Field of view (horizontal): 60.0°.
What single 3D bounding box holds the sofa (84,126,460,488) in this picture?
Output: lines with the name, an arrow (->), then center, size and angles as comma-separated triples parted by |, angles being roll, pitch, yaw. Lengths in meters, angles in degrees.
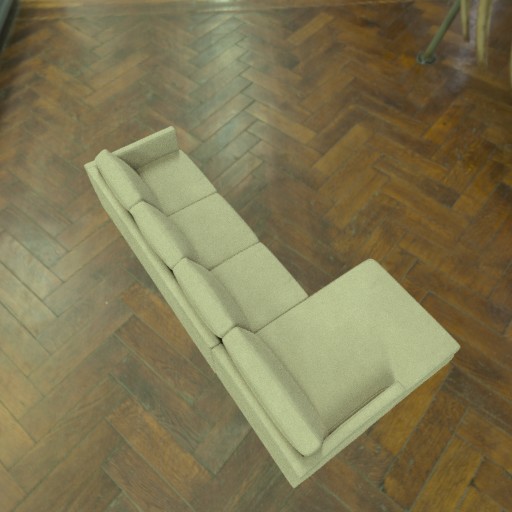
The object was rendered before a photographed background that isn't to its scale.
sofa -> 0.000, 0.000, 3.813 | 1.625, 0.846, 3.186 | -31, 63, -18
